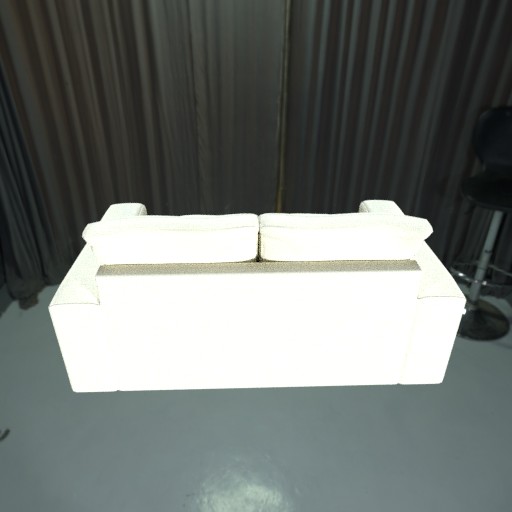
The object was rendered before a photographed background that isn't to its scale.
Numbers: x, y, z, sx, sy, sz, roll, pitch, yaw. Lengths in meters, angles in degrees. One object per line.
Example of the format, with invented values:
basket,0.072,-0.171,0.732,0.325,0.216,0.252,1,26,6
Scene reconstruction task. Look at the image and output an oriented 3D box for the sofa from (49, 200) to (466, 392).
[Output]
sofa,0.000,0.000,2.362,1.754,0.875,1.091,-1,30,-2
